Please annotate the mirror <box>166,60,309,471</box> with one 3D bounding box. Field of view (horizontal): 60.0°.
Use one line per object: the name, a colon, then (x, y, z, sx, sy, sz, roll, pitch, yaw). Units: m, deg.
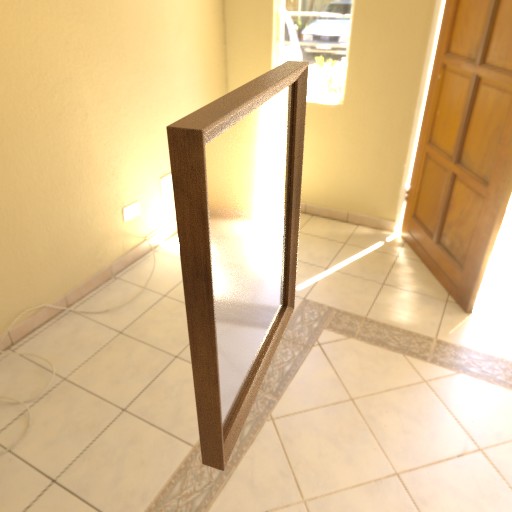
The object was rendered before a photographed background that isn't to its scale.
mirror: (0.000, 0.000, 0.693, 0.041, 0.509, 0.406, 10, 33, 16)
